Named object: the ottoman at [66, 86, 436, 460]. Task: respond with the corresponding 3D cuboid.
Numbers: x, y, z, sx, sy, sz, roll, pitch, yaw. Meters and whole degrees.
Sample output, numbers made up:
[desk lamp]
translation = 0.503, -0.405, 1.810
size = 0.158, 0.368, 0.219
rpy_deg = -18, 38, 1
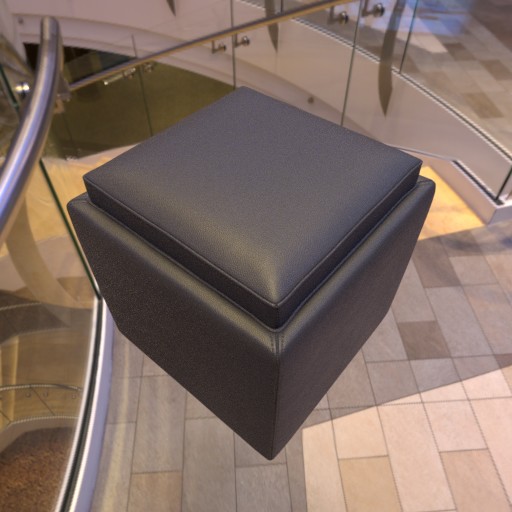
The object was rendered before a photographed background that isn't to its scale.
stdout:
[ottoman]
translation = 0.000, 0.000, 0.838
size = 0.451, 0.460, 0.450
rpy_deg = 32, 55, 26
